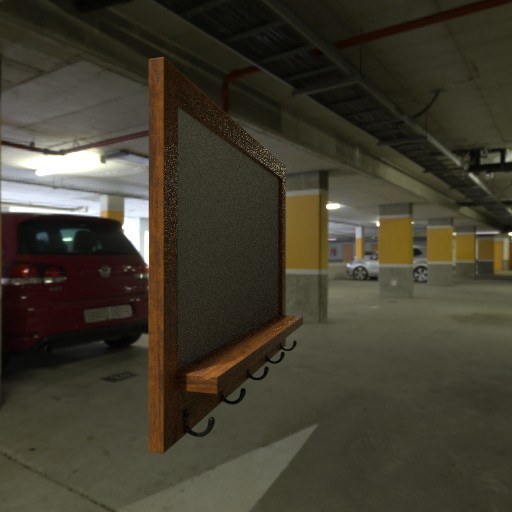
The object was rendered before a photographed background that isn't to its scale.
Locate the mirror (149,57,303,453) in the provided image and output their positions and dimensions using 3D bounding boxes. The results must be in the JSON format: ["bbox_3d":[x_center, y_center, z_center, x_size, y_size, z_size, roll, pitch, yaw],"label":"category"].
[{"bbox_3d":[0.000,0.000,0.956,0.084,0.537,0.758,0,0,16],"label":"mirror"}]
